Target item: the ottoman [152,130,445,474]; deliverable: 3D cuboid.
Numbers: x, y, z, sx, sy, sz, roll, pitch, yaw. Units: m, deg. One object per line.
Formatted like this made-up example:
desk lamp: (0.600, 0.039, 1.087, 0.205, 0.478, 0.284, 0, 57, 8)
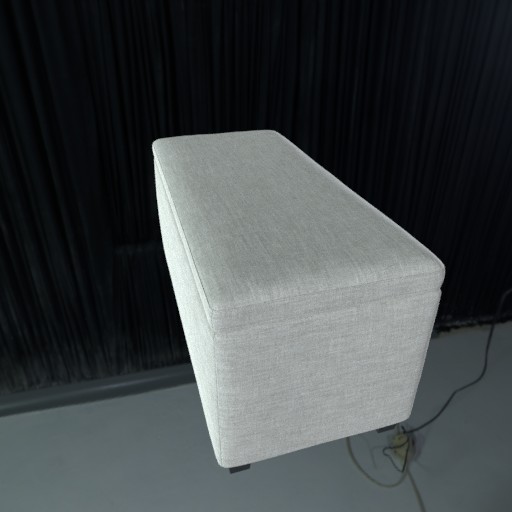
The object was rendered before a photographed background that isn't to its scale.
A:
ottoman: (0.000, 0.000, 1.127, 0.419, 0.432, 0.902, -9, 32, -14)
